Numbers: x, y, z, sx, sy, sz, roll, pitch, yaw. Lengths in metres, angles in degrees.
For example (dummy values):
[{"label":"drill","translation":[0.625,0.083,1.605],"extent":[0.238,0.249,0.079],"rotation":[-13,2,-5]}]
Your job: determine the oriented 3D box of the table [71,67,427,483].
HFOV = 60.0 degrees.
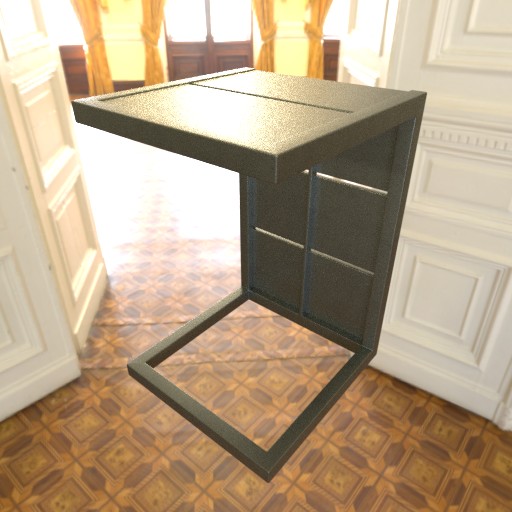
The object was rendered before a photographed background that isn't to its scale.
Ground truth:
[{"label":"table","translation":[0.000,0.000,0.879],"extent":[0.405,0.609,0.420],"rotation":[23,39,33]}]
